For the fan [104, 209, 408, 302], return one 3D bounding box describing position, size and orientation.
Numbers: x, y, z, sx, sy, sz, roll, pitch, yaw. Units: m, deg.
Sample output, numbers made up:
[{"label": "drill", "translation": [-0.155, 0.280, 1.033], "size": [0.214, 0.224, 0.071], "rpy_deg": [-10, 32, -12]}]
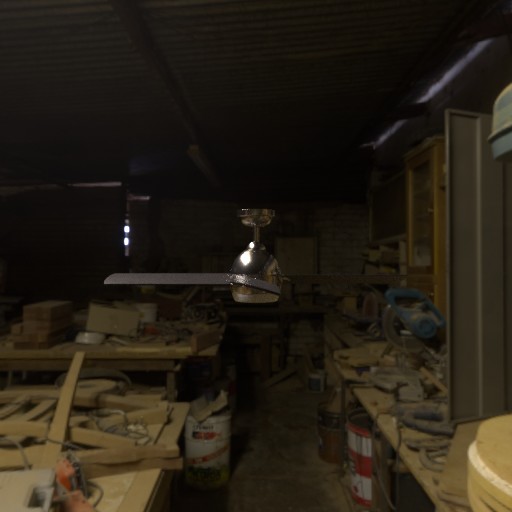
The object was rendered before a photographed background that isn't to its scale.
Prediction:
[{"label": "fan", "translation": [0.000, 0.000, 1.987], "size": [1.332, 0.403, 1.332], "rpy_deg": [0, 0, 0]}]
